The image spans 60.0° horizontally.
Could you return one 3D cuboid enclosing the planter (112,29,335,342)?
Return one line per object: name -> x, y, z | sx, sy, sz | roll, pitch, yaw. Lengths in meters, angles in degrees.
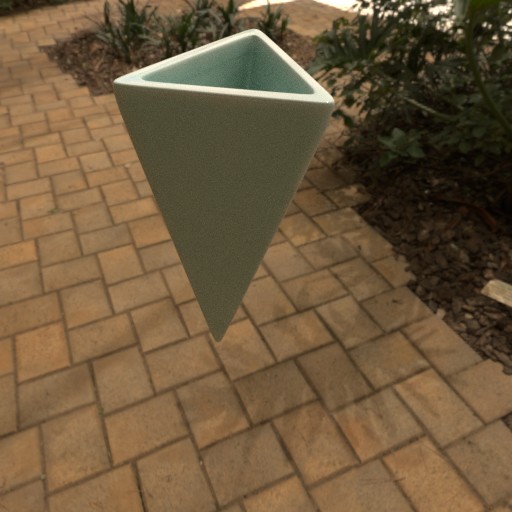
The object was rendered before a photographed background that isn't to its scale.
planter -> 0.000, 0.000, 0.215 | 0.064, 0.178, 0.080 | 26, 47, 26
